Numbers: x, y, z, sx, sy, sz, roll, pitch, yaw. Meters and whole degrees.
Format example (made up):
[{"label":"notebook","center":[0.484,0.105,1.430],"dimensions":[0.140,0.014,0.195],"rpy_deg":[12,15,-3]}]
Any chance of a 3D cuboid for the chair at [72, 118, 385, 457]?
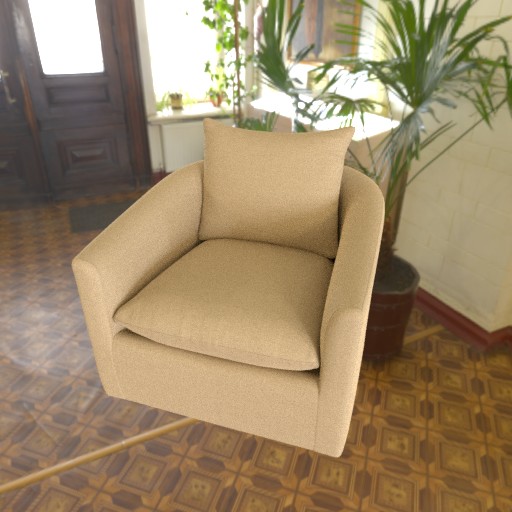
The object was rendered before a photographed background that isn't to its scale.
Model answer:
[{"label":"chair","center":[0.000,0.000,1.597],"dimensions":[0.845,0.848,0.910],"rpy_deg":[9,29,16]}]
